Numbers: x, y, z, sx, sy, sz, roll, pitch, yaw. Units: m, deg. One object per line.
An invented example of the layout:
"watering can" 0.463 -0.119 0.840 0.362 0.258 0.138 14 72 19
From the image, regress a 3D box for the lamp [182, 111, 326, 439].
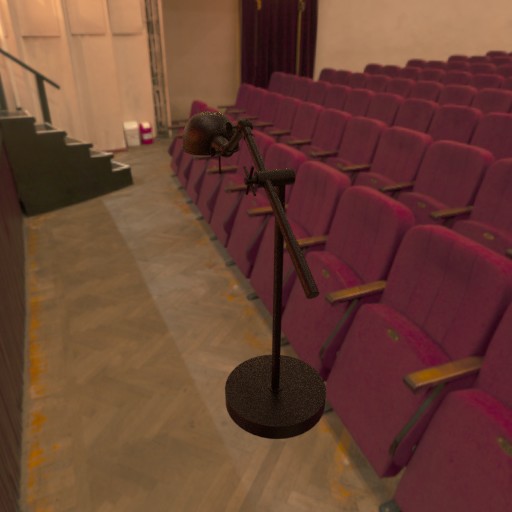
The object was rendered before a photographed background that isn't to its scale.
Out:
"lamp" 0.000 0.000 0.812 0.185 0.495 0.567 -9 28 -17
